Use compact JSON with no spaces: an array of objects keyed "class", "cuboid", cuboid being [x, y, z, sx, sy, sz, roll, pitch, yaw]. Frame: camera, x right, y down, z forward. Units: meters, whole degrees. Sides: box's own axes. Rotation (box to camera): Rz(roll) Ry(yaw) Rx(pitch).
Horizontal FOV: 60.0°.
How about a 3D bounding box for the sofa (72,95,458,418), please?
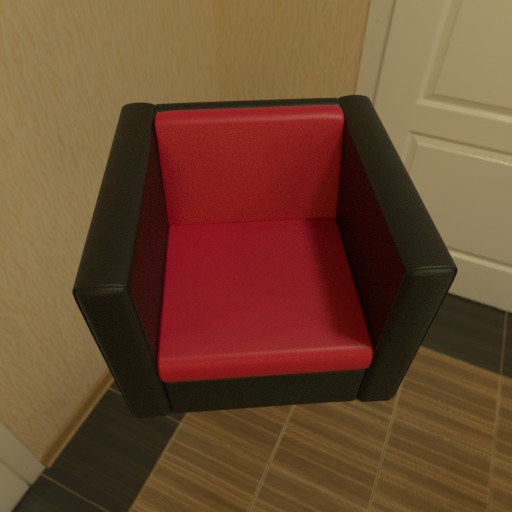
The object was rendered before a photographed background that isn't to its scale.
[{"class":"sofa","cuboid":[0.000,0.000,1.458,0.839,0.724,0.809,-3,47,-3]}]
